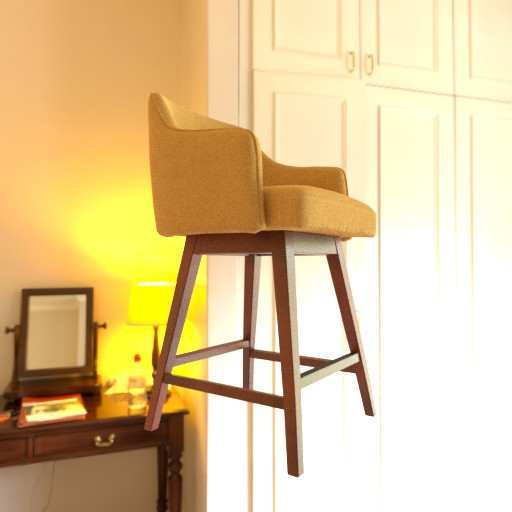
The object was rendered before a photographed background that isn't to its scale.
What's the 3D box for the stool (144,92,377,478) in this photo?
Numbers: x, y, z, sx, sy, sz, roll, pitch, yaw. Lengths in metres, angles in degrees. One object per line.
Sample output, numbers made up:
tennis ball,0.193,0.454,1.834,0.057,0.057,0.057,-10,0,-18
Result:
stool,0.000,0.000,1.259,0.558,0.924,0.548,-1,-1,35
